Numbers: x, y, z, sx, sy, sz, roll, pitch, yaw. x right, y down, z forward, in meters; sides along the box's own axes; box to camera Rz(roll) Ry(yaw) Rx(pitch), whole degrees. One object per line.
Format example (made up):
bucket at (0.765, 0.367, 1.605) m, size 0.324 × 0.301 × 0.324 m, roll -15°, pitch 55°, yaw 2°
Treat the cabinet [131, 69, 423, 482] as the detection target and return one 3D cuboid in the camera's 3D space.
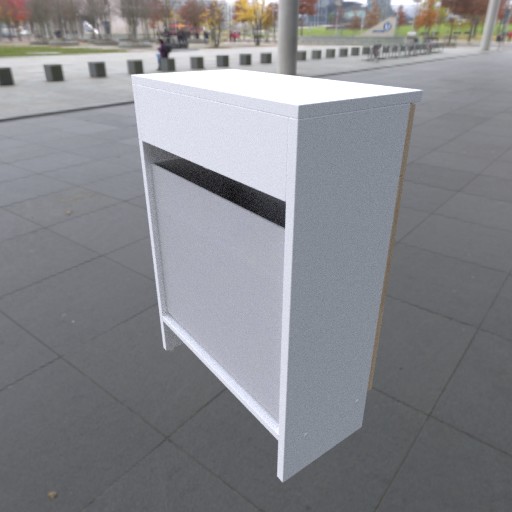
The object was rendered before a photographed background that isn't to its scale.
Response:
cabinet at (0.000, 0.000, 1.106) m, size 0.296 × 0.815 × 0.600 m, roll -19°, pitch 32°, yaw -32°
